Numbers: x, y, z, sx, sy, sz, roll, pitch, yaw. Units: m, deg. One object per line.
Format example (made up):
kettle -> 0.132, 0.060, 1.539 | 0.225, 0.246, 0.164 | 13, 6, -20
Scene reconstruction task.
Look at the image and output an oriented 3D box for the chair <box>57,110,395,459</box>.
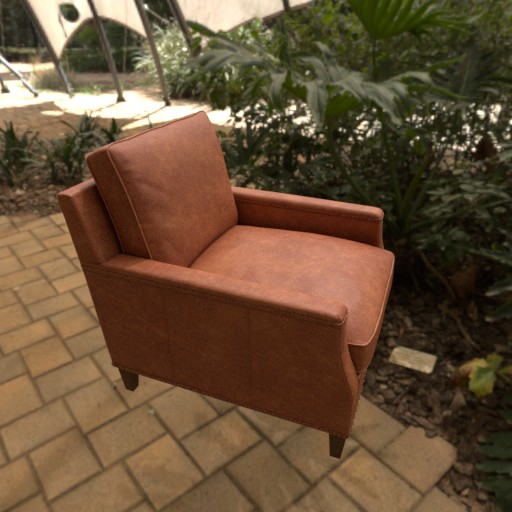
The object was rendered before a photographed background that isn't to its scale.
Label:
chair -> 0.000, 0.000, 1.714 | 1.014, 0.943, 0.853 | 11, 30, 19
